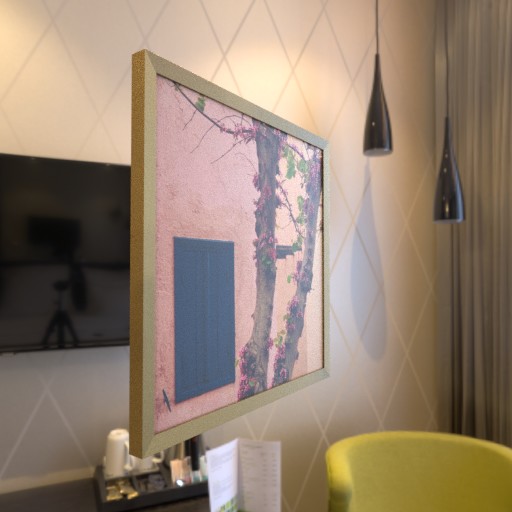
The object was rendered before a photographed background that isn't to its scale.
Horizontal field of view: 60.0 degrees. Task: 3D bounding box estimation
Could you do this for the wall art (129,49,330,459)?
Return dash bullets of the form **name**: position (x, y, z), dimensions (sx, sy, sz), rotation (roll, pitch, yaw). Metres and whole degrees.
- **wall art**: position (0.000, 0.000, 1.141), dimensions (0.038, 0.762, 0.762), rotation (-1, -2, 36)
